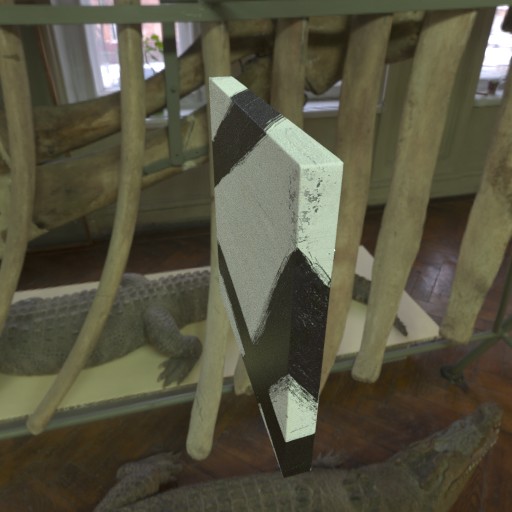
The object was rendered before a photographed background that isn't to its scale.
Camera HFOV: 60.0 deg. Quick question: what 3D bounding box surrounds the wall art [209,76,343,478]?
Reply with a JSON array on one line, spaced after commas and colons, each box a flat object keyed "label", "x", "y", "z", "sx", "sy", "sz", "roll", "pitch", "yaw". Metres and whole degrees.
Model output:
[{"label": "wall art", "x": 0.000, "y": 0.000, "z": 0.771, "sx": 0.050, "sy": 0.508, "sz": 0.507, "roll": -8, "pitch": 32, "yaw": -13}]
